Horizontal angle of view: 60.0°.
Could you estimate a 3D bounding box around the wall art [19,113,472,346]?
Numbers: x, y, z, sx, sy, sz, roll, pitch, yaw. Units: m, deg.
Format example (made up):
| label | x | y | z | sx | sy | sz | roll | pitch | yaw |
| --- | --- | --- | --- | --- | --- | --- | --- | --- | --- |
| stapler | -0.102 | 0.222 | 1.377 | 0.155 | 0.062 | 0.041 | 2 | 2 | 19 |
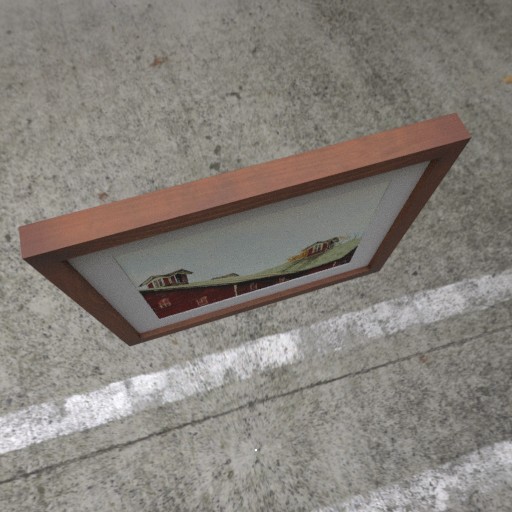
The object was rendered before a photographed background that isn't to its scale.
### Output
| label | x | y | z | sx | sy | sz | roll | pitch | yaw |
| --- | --- | --- | --- | --- | --- | --- | --- | --- | --- |
| wall art | 0.000 | 0.000 | 0.534 | 0.401 | 0.328 | 0.030 | -16 | 67 | -7 |
